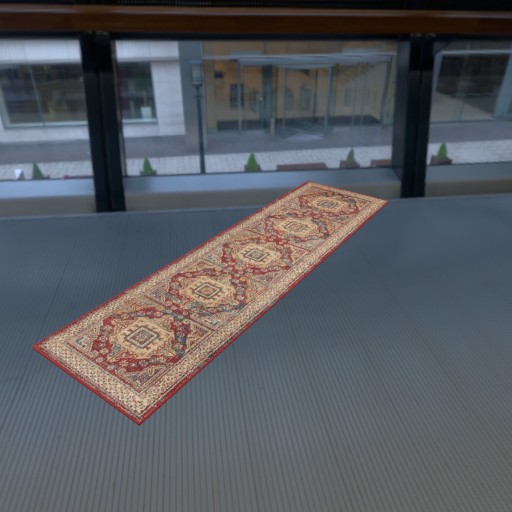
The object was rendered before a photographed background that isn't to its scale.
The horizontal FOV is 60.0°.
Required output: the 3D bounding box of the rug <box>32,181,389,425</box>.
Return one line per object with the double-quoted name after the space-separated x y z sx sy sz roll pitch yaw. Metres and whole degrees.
0.000 0.000 2.482 0.659 0.015 2.292 20 37 30 "rug"
